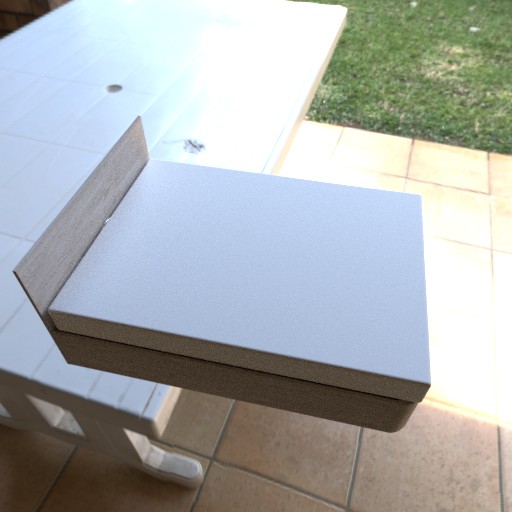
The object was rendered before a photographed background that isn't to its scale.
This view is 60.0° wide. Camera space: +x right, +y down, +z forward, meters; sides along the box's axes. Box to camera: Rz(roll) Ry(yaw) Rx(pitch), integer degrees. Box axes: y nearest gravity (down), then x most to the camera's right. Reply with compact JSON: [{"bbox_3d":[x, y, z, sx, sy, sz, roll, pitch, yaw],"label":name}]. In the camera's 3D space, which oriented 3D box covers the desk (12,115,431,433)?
[{"bbox_3d":[0.000,0.000,2.580,1.900,0.800,1.400,9,47,9],"label":"desk"}]
